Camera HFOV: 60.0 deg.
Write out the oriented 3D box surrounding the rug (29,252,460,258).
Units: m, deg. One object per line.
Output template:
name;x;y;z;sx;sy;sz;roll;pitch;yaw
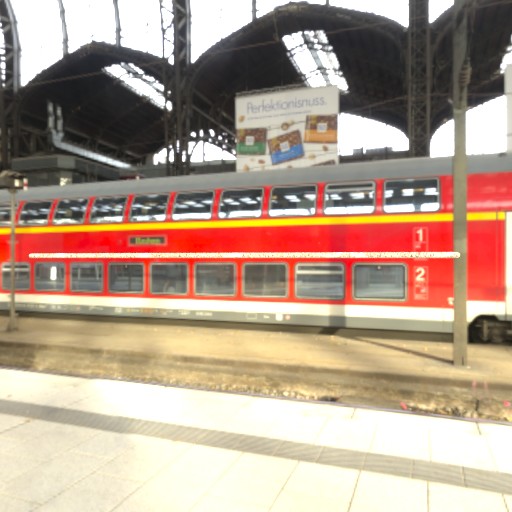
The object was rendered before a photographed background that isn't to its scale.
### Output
rug;0.000;0.000;3.470;2.743;0.030;1.778;0;0;19
